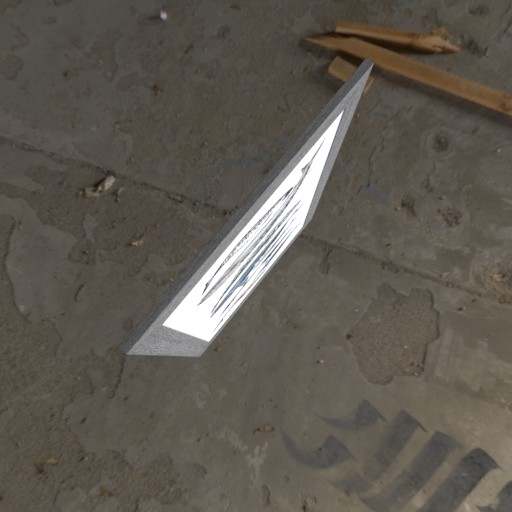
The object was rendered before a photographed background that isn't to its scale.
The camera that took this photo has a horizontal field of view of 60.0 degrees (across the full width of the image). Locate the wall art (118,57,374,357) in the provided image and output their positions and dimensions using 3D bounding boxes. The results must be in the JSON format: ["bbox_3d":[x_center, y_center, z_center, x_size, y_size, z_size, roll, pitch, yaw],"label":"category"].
[{"bbox_3d":[0.000,0.000,1.386,0.020,1.070,0.768,38,80,8],"label":"wall art"}]
